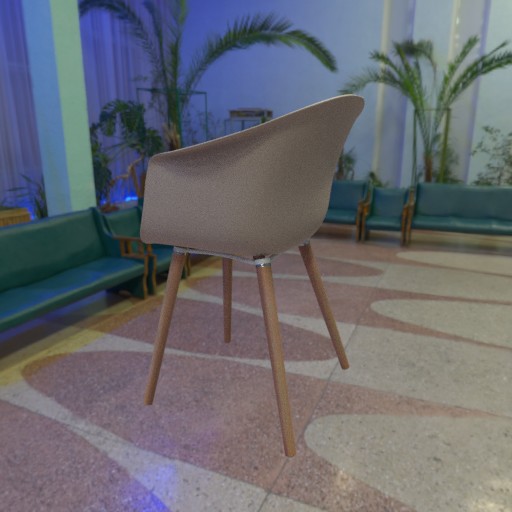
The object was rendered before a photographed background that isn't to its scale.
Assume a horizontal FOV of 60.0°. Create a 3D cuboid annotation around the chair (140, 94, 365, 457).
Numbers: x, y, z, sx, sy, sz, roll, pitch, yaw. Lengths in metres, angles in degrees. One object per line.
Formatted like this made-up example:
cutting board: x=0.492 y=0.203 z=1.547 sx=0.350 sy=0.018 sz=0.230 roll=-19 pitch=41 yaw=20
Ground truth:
chair: x=0.000 y=0.000 z=1.171 sx=0.504 sy=0.781 sz=0.593 roll=8 pitch=17 yaw=26
